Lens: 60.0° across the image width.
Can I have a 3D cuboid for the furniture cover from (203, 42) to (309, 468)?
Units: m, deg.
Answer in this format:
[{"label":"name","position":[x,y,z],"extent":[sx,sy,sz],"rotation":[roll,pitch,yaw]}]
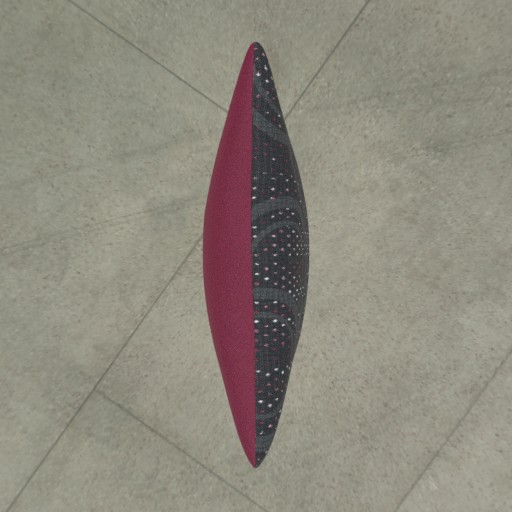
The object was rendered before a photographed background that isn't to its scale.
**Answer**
[{"label":"furniture cover","position":[0.000,0.000,0.818],"extent":[0.193,0.509,0.552],"rotation":[0,90,1]}]
